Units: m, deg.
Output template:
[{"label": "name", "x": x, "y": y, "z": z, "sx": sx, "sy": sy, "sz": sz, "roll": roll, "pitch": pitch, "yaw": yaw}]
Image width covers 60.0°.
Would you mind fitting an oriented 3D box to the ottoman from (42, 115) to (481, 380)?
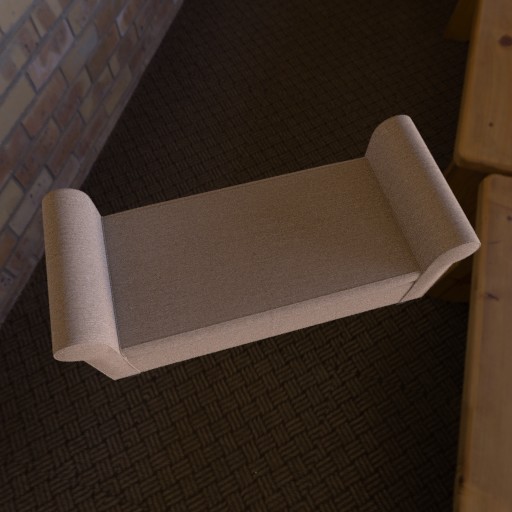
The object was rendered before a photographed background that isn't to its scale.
[{"label": "ottoman", "x": 0.000, "y": 0.000, "z": 1.551, "sx": 1.256, "sy": 0.547, "sz": 0.521, "roll": -14, "pitch": 65, "yaw": -7}]
